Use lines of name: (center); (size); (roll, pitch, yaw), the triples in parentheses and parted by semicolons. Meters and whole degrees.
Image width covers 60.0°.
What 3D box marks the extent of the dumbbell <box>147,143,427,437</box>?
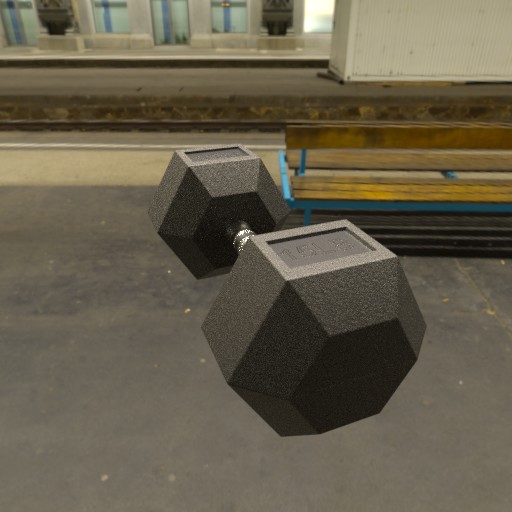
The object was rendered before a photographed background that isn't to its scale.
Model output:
dumbbell: (0.000, 0.000, 0.330); (0.122, 0.106, 0.271); (-11, 31, -19)
